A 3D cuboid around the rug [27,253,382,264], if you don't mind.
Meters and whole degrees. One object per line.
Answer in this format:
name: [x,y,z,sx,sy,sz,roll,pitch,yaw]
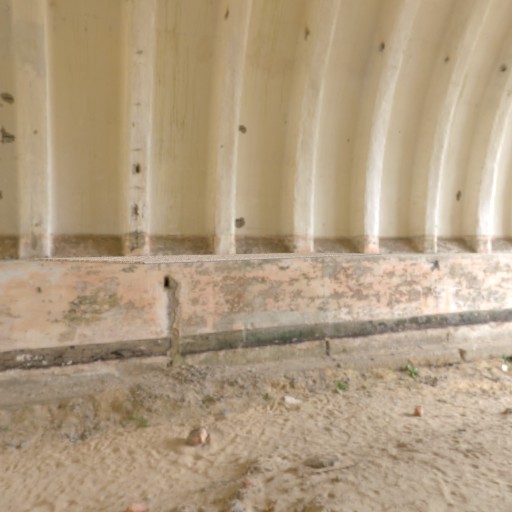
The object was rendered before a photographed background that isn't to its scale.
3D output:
rug: [0.000,0.000,2.717,0.750,0.009,2.435,1,1,34]
